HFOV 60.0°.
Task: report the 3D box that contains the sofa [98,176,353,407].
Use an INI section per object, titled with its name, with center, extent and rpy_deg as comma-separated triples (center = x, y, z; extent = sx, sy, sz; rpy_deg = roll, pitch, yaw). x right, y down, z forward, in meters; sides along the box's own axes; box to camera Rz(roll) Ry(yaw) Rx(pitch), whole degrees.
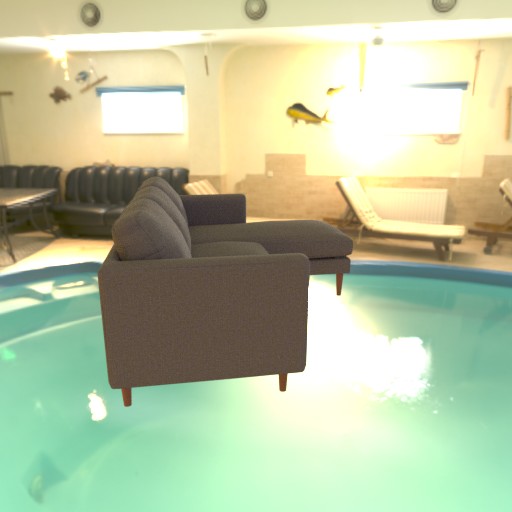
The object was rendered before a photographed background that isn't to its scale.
[sofa]
center = 0.000, 0.000, 2.867
extent = 1.591, 0.897, 2.031
rpy_deg = -3, 16, -9
